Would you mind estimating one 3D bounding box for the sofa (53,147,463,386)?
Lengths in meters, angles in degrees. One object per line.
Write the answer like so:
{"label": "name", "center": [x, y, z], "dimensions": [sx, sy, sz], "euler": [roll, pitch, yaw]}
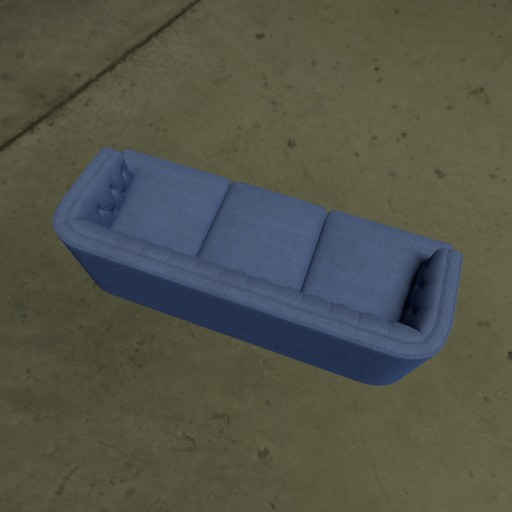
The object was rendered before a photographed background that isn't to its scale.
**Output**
{"label": "sofa", "center": [0.000, 0.000, 2.708], "dimensions": [2.235, 0.787, 0.914], "euler": [18, 64, 9]}
